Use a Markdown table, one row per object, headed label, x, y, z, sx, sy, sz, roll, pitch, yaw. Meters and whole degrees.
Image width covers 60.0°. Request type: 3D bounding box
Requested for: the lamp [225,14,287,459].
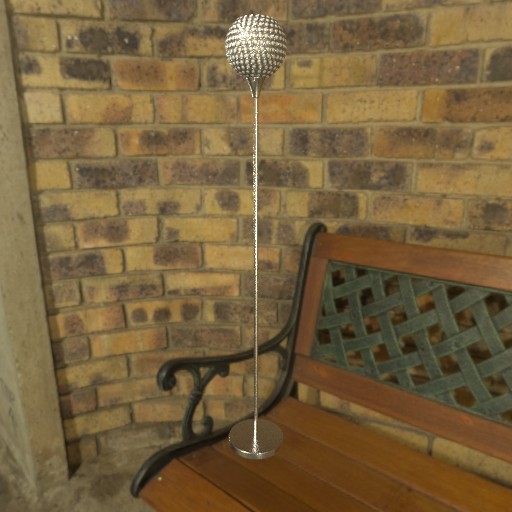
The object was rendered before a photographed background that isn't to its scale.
| label | x | y | z | sx | sy | sz | roll | pitch | yaw |
| --- | --- | --- | --- | --- | --- | --- | --- | --- | --- |
| lamp | 0.000 | 0.000 | 1.862 | 0.254 | 1.805 | 0.254 | 0 | 15 | 0 |
